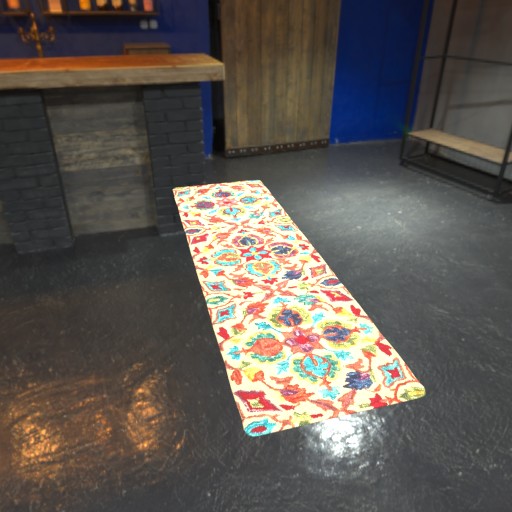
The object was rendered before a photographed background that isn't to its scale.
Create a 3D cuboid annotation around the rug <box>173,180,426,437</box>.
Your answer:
[{"bbox_3d":[0.000,0.000,2.486,0.693,0.016,2.273,-8,31,-13],"label":"rug"}]
